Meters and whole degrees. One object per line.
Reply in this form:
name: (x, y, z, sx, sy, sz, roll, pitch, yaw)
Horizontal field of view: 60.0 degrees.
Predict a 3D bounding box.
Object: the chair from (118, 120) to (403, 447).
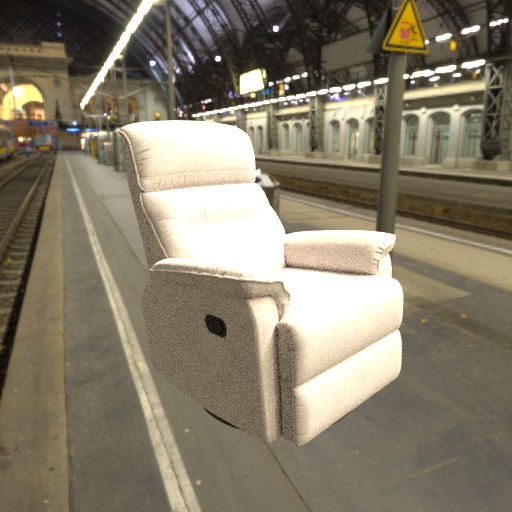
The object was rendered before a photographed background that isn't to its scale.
chair: (0.000, 0.000, 1.735, 0.820, 1.039, 1.001, -14, 20, -43)
